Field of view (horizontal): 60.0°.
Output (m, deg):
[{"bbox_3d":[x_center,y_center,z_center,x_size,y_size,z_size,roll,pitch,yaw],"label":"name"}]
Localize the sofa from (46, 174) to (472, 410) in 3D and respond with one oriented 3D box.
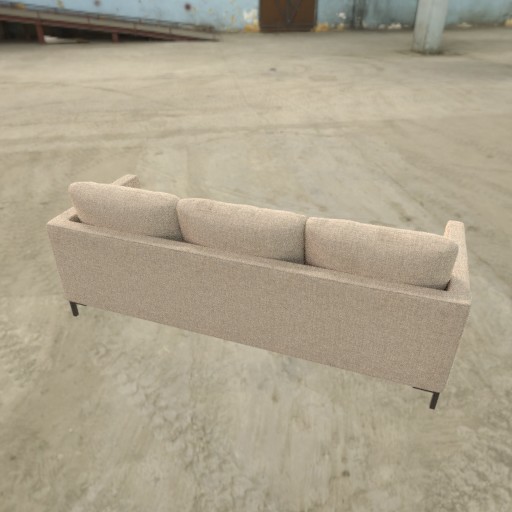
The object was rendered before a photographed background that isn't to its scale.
[{"bbox_3d":[0.000,0.000,2.612,2.218,0.874,0.859,11,33,17],"label":"sofa"}]
